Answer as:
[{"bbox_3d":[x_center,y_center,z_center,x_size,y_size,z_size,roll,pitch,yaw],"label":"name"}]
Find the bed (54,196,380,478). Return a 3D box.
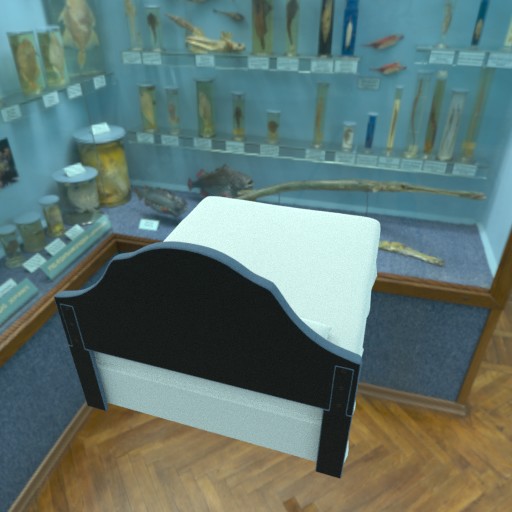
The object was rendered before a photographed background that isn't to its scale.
[{"bbox_3d":[0.000,0.000,3.731,2.039,1.617,2.477,10,34,15],"label":"bed"}]
